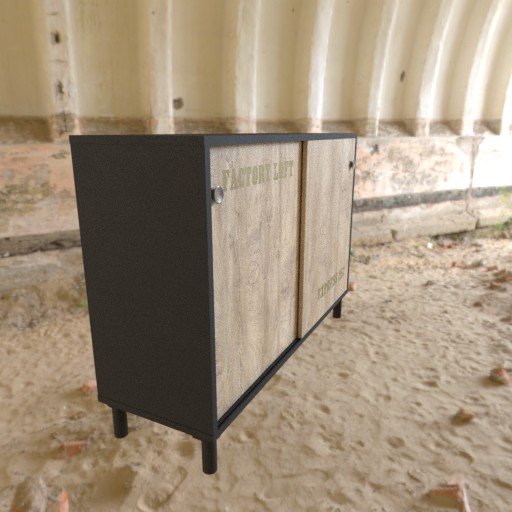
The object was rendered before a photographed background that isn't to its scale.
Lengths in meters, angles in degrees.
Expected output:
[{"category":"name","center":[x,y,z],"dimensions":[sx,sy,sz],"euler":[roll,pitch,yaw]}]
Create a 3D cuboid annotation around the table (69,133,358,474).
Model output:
[{"category":"table","center":[0.000,0.000,1.610],"dimensions":[0.400,0.855,1.200],"euler":[8,18,26]}]
